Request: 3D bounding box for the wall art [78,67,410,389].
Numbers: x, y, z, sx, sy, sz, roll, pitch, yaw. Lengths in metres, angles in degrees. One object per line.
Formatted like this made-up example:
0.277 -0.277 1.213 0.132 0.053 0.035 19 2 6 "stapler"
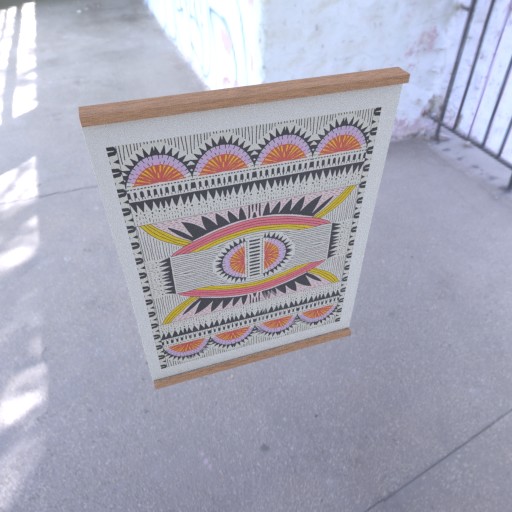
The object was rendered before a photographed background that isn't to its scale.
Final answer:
0.000 0.000 0.698 0.403 0.527 0.028 -12 44 -13 "wall art"
